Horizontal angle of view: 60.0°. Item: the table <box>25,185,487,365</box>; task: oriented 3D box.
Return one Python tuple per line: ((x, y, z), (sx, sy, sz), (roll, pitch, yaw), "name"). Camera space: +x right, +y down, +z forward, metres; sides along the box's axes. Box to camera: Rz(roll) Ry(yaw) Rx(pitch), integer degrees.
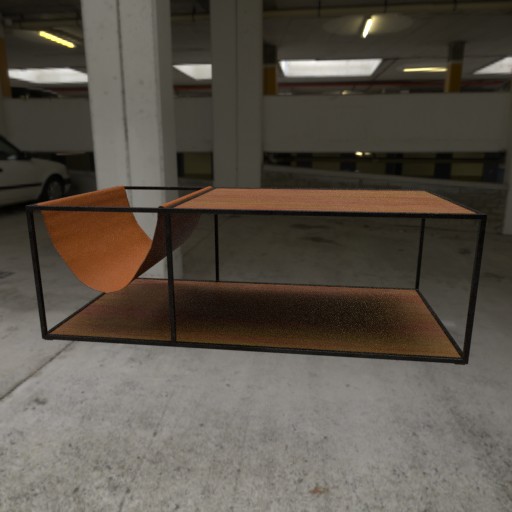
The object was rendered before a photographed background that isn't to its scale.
((0.000, 0.000, 1.475), (1.199, 0.403, 0.597), (2, 14, 7), "table")
